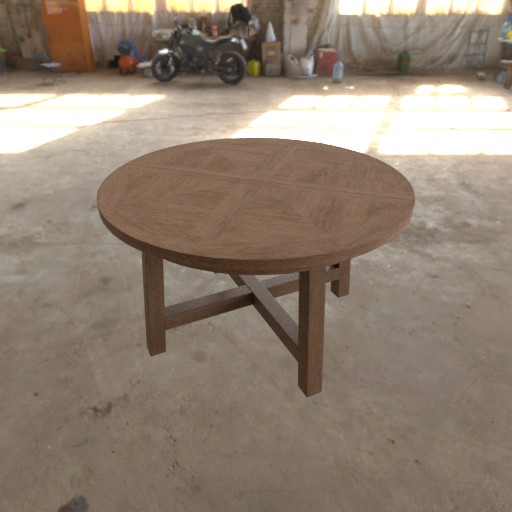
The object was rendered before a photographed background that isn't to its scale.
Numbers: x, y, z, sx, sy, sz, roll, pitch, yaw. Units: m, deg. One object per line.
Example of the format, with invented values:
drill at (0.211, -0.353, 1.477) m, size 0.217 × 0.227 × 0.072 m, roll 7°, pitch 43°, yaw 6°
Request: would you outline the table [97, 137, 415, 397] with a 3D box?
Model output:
table at (0.000, 0.000, 2.115) m, size 1.319 × 0.762 × 1.319 m, roll 0°, pitch 31°, yaw 0°
